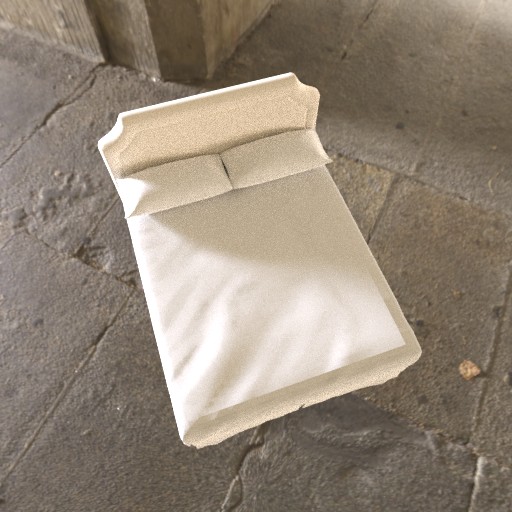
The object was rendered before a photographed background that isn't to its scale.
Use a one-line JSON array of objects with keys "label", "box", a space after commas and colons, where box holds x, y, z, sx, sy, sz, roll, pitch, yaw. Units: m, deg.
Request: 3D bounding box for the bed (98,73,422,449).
[{"label": "bed", "box": [0.000, 0.000, 3.898, 2.134, 1.524, 2.548, -17, 63, -9]}]
